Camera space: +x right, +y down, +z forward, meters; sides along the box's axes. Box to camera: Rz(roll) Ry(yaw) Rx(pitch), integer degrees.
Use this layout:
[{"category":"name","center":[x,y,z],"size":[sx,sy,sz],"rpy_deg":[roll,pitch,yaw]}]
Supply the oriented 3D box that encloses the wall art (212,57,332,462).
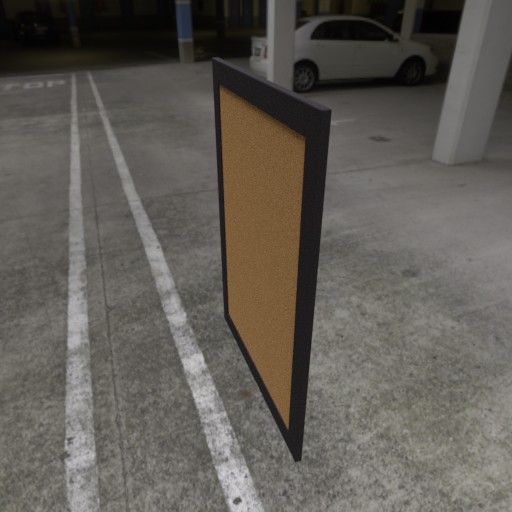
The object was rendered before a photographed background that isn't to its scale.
[{"category":"wall art","center":[0.000,0.000,0.695],"size":[0.012,0.529,0.374],"rpy_deg":[-11,33,-17]}]
